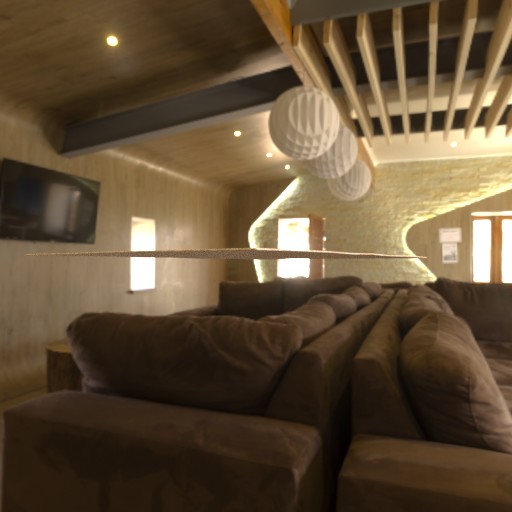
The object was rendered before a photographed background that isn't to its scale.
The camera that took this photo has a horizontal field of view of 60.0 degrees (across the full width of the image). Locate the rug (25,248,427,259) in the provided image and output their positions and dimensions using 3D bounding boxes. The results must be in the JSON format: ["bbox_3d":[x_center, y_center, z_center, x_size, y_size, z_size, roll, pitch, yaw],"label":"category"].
[{"bbox_3d":[0.000,0.000,2.767,1.524,0.013,2.135,-1,-1,36],"label":"rug"}]
